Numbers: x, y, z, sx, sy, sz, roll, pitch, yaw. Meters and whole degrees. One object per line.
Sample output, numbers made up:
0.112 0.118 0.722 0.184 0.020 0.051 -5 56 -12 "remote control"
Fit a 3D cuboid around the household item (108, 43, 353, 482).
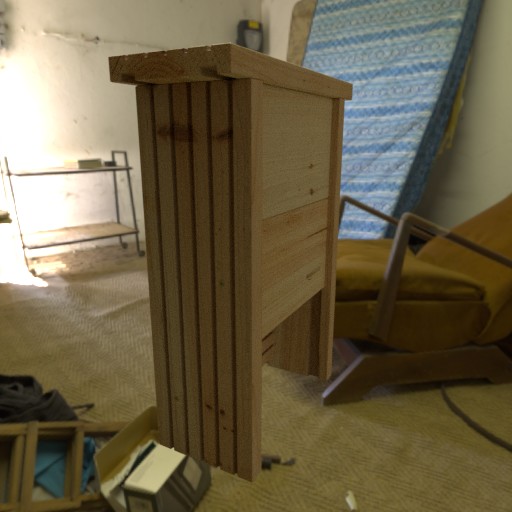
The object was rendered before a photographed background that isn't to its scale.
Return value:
0.000 0.000 0.529 0.123 0.407 0.301 8 17 28 "household item"
